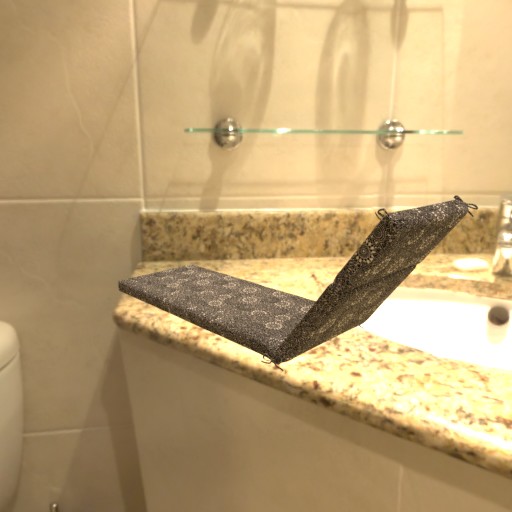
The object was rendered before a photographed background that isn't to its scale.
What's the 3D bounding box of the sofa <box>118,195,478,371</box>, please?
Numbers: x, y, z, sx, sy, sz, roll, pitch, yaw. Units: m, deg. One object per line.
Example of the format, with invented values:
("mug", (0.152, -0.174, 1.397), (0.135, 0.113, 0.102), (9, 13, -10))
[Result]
("sofa", (0.000, 0.000, 1.994), (0.582, 0.622, 1.663), (-13, 19, -43))
